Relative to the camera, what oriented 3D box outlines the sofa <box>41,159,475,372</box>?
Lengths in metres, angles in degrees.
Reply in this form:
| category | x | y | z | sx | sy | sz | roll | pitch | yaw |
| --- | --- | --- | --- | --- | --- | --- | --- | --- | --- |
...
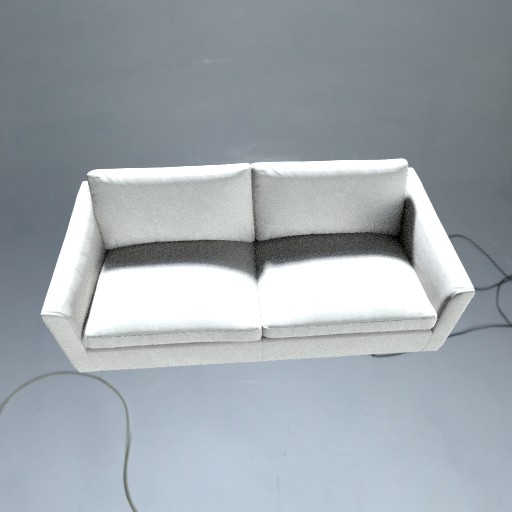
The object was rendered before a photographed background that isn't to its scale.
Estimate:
| category | x | y | z | sx | sy | sz | roll | pitch | yaw |
| --- | --- | --- | --- | --- | --- | --- | --- | --- | --- |
| sofa | 0.000 | 0.000 | 2.776 | 2.588 | 0.838 | 1.090 | -3 | 47 | -3 |
